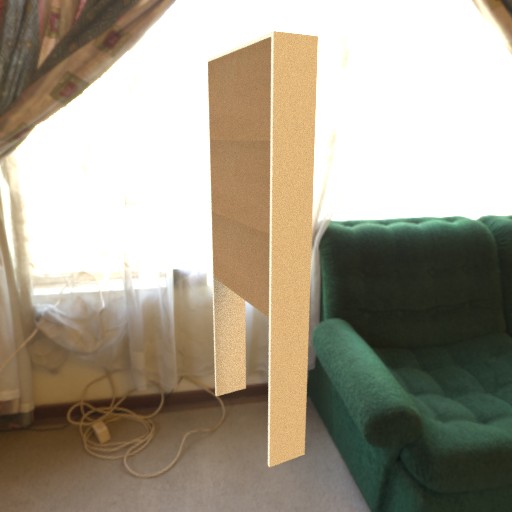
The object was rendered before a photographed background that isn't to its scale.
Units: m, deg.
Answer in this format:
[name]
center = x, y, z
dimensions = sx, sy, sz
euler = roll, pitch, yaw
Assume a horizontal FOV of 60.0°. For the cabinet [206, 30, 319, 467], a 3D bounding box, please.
[cabinet]
center = 0.000, 0.000, 2.059
dimensions = 0.192, 1.770, 0.643
euler = -8, 17, -26
